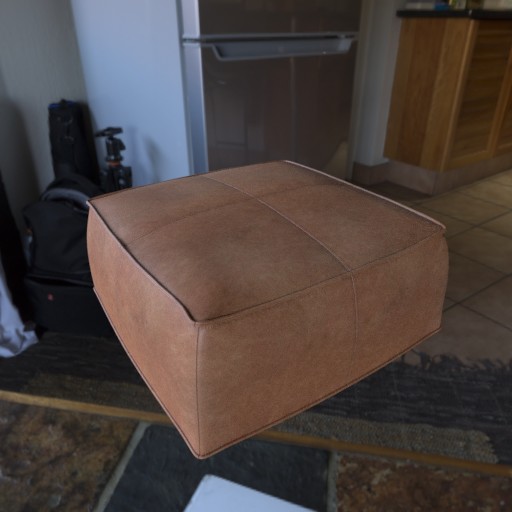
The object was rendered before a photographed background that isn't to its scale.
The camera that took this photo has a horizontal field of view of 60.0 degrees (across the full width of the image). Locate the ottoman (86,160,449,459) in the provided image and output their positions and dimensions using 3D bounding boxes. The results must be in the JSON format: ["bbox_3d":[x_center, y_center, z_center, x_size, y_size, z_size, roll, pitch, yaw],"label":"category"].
[{"bbox_3d":[0.000,0.000,1.412,0.902,0.395,0.901,-18,34,-29],"label":"ottoman"}]
